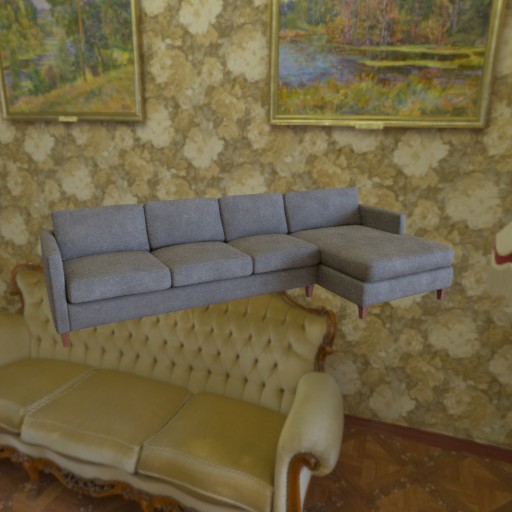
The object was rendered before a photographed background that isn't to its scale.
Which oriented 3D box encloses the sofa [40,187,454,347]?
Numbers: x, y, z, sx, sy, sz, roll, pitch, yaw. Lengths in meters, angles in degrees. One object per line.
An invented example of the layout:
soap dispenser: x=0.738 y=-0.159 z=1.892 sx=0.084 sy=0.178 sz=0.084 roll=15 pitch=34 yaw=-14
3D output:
sofa: x=0.000 y=0.000 z=4.046 sx=3.471 sy=0.950 sz=1.604 roll=-8 pitch=18 yaw=-27
